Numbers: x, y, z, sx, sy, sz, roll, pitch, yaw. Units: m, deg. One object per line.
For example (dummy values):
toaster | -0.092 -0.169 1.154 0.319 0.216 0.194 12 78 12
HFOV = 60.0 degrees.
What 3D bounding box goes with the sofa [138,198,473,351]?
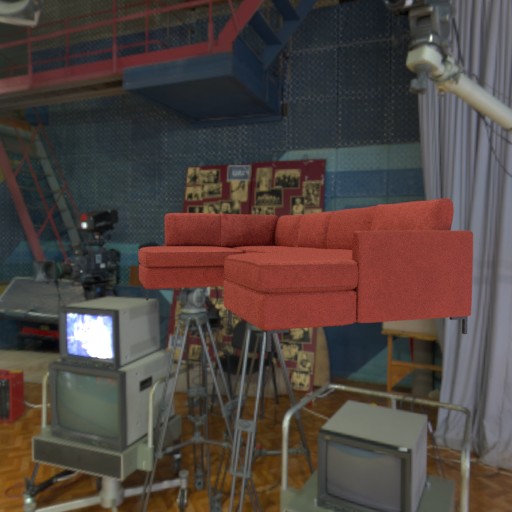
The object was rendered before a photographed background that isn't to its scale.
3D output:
sofa | 0.000 0.000 4.364 2.055 0.992 3.434 -1 3 -18
